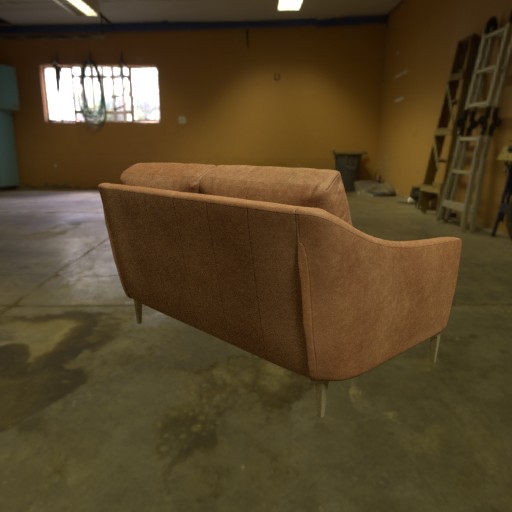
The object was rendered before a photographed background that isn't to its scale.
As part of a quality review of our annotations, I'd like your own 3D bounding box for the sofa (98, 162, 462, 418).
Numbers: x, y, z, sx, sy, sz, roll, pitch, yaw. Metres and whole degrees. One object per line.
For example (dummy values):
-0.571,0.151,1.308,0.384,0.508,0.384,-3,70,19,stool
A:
0.000,0.000,2.182,1.619,0.902,0.960,13,19,43,sofa
